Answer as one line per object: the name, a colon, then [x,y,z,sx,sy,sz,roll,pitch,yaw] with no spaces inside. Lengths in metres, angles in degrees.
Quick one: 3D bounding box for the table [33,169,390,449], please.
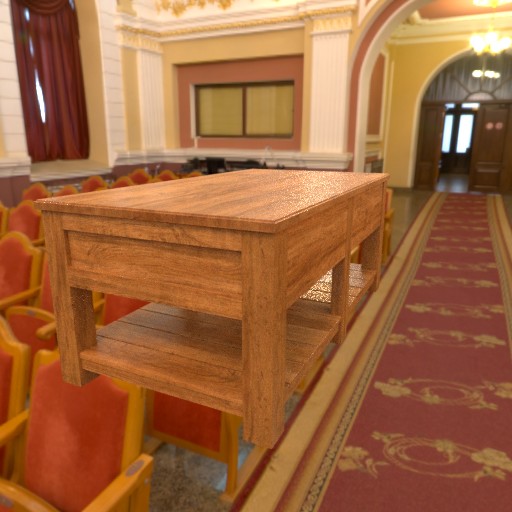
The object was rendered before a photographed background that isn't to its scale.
table: [0.000,0.000,1.472,0.635,0.480,1.150,7,17,25]
